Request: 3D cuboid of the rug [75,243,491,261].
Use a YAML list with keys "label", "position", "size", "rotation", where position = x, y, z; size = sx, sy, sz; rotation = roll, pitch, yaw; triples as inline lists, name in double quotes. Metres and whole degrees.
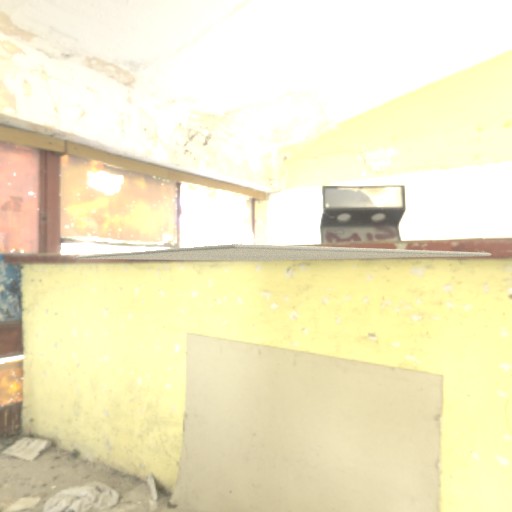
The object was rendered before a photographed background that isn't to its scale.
- label: "rug"
  position: [0.000, 0.000, 4.080]
  size: [2.462, 0.030, 3.066]
  rotation: [1, -2, -35]
